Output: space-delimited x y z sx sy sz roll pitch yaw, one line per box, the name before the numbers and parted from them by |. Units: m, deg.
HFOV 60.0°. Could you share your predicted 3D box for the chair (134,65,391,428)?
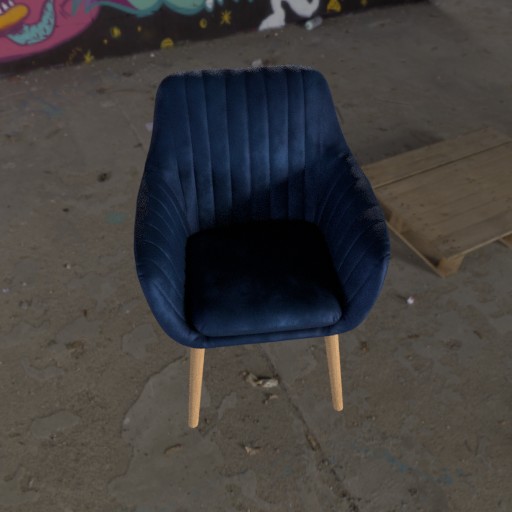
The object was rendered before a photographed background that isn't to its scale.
chair | 0.000 0.000 1.236 0.578 0.826 0.573 -5 46 -5
